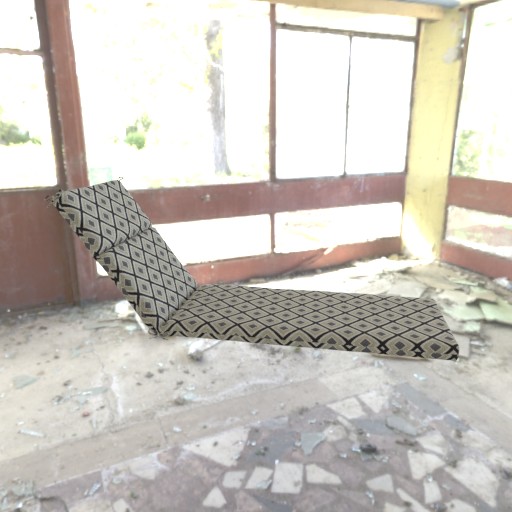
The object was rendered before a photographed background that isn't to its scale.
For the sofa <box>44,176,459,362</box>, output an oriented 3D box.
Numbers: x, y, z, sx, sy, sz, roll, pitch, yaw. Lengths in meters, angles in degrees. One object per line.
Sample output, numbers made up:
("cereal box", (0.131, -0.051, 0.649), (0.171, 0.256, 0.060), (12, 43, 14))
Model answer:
("sofa", (0.000, 0.000, 1.980), (1.663, 0.622, 0.582), (3, 16, 10))
